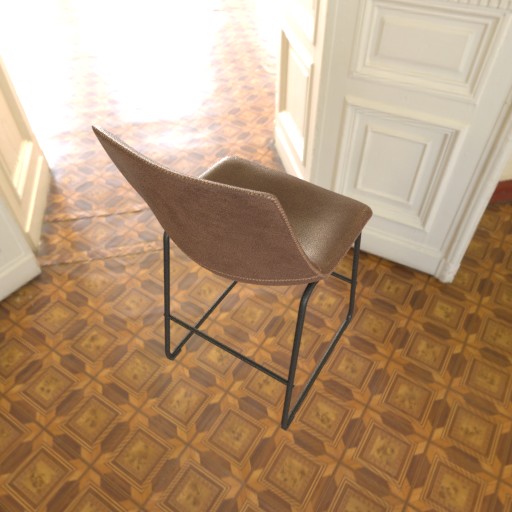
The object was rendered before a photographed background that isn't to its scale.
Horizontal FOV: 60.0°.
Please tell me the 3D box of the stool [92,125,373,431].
[{"bbox_3d":[0.000,0.000,1.168,0.460,0.890,0.550,25,52,21],"label":"stool"}]
